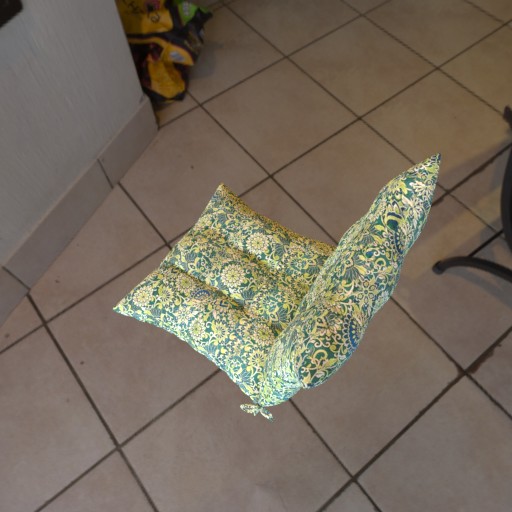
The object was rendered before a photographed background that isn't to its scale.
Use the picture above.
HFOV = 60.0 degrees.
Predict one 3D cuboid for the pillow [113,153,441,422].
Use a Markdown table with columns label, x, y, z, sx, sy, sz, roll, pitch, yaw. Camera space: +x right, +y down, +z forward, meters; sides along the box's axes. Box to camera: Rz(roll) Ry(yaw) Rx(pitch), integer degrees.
| label | x | y | z | sx | sy | sz | roll | pitch | yaw |
| --- | --- | --- | --- | --- | --- | --- | --- | --- | --- |
| pillow | 0.000 | 0.000 | 1.015 | 0.585 | 0.536 | 0.541 | 30 | 67 | 15 |
